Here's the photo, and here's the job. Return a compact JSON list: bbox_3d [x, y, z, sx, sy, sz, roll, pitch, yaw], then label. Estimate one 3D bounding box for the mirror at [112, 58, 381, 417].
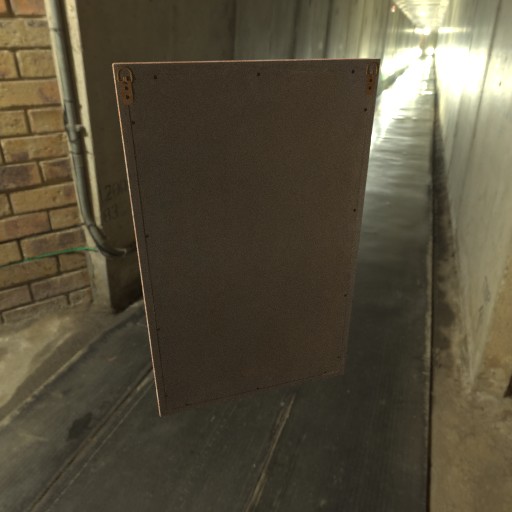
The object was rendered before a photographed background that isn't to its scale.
[{"bbox_3d":[0.000,0.000,0.973,0.495,0.787,0.058,-8,28,-16],"label":"mirror"}]
